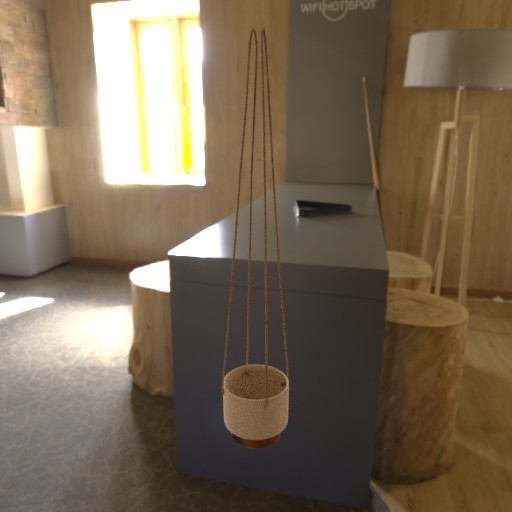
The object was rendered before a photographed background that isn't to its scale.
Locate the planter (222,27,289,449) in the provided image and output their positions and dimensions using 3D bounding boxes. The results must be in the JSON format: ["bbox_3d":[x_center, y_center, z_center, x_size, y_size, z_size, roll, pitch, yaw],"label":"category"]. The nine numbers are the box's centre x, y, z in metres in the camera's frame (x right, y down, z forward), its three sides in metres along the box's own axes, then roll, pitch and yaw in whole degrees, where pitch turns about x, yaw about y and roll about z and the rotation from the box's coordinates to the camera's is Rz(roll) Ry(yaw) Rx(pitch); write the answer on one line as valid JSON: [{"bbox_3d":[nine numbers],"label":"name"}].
[{"bbox_3d":[0.000,0.000,0.901,0.146,0.841,0.146,9,18,27],"label":"planter"}]
